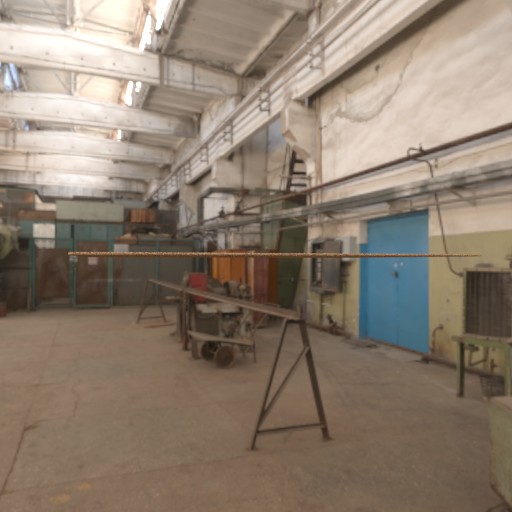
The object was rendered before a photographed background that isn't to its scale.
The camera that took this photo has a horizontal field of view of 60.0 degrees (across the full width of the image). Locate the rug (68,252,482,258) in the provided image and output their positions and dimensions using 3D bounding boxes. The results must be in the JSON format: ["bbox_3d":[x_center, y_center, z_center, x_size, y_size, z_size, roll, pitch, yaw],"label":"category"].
[{"bbox_3d":[0.000,0.000,2.853,2.141,0.013,1.566,0,-1,-19],"label":"rug"}]
